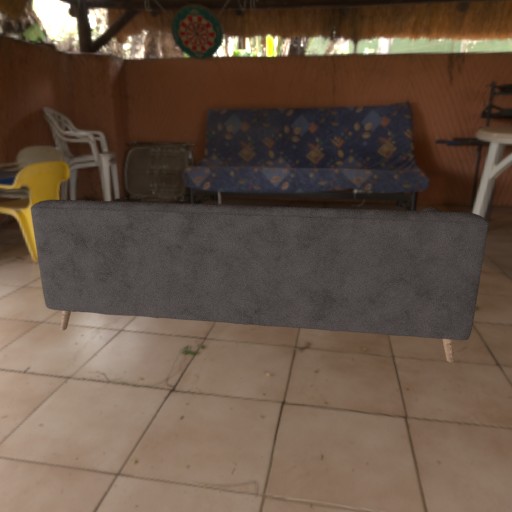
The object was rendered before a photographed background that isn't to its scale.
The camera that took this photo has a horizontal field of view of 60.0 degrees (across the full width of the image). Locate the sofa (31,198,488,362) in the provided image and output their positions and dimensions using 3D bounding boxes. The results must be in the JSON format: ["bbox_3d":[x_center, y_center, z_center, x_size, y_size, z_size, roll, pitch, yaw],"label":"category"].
[{"bbox_3d":[0.000,0.000,2.591,2.190,0.740,0.900,3,17,9],"label":"sofa"}]
